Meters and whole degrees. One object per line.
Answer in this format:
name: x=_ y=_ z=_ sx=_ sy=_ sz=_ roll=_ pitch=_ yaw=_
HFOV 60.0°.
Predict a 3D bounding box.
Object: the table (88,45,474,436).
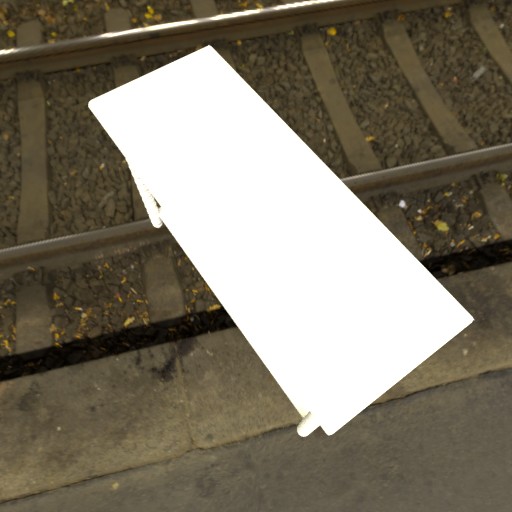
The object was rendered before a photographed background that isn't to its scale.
table: x=0.000 y=0.000 z=1.547 sx=0.459 sy=0.740 sz=1.184 roll=-32 pitch=68 yaw=-15
